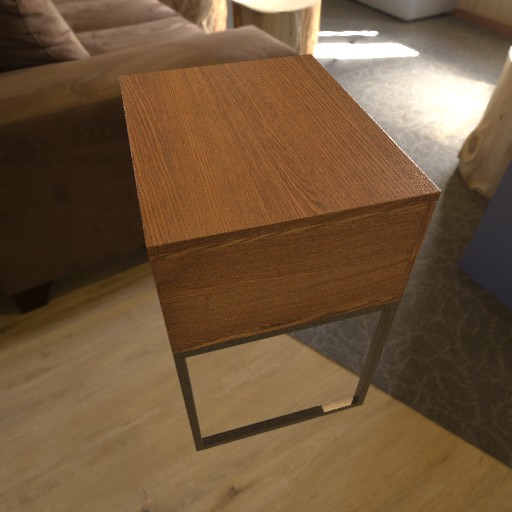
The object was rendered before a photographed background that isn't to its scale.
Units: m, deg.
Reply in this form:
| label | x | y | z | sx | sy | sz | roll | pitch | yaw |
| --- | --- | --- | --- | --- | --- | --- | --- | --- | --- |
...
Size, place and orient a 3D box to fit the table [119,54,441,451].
| label | x | y | z | sx | sy | sz | roll | pitch | yaw |
| --- | --- | --- | --- | --- | --- | --- | --- | --- | --- |
| table | 0.000 | 0.000 | 0.929 | 0.400 | 0.610 | 0.482 | -11 | 47 | -11 |
